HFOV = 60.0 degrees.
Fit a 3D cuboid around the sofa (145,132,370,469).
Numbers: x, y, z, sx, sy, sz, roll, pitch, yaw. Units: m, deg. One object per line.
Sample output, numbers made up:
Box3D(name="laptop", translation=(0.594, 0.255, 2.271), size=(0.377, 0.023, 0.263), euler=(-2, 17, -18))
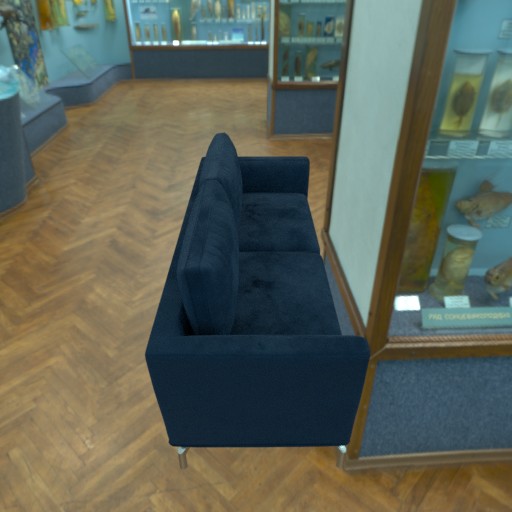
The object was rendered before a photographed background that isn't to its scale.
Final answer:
Box3D(name="sofa", translation=(0.000, 0.000, 2.703), size=(0.853, 0.998, 2.212), euler=(0, 32, 0))
